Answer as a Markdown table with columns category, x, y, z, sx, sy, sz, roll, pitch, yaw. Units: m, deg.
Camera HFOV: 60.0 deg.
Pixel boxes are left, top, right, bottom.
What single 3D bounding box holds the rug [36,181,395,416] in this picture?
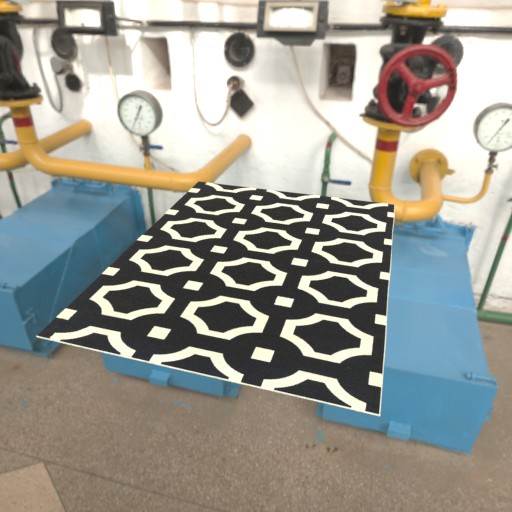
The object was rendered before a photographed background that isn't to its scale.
| category | x | y | z | sx | sy | sz | roll | pitch | yaw |
| --- | --- | --- | --- | --- | --- | --- | --- | --- | --- |
| rug | 0.000 | 0.000 | 4.194 | 2.466 | 0.021 | 3.049 | 9 | 33 | 14 |
